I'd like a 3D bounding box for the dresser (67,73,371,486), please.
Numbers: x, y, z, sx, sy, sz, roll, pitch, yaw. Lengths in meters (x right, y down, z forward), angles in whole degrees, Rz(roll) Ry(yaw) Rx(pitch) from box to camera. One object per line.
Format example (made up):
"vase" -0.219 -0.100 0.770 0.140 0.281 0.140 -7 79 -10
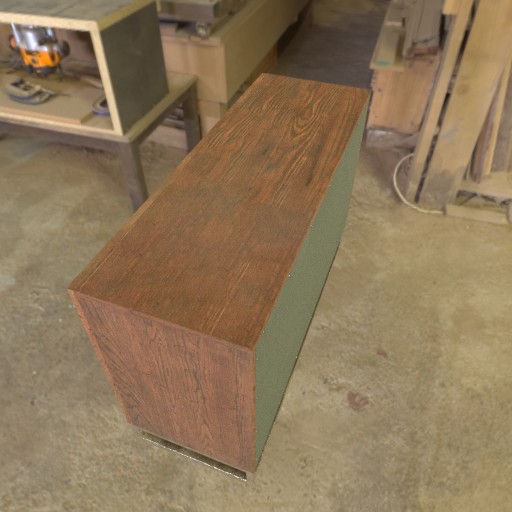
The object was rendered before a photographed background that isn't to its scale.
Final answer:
"dresser" 0.000 0.000 2.148 0.623 1.061 1.646 15 47 15
